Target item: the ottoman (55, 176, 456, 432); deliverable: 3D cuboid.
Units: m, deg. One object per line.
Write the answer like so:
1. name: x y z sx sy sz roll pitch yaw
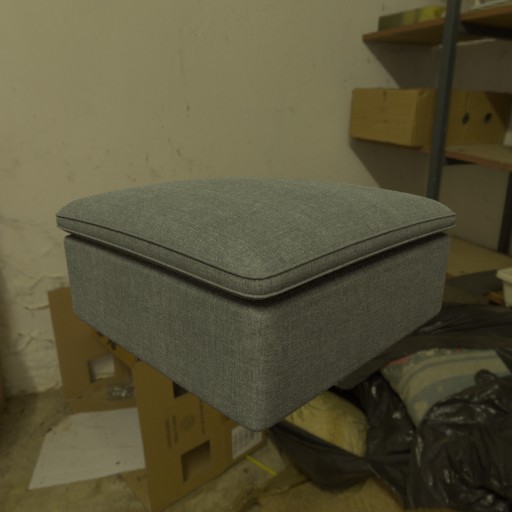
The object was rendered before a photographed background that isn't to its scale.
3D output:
1. ottoman: 0.000 0.000 1.653 1.067 0.559 1.067 15 22 43
